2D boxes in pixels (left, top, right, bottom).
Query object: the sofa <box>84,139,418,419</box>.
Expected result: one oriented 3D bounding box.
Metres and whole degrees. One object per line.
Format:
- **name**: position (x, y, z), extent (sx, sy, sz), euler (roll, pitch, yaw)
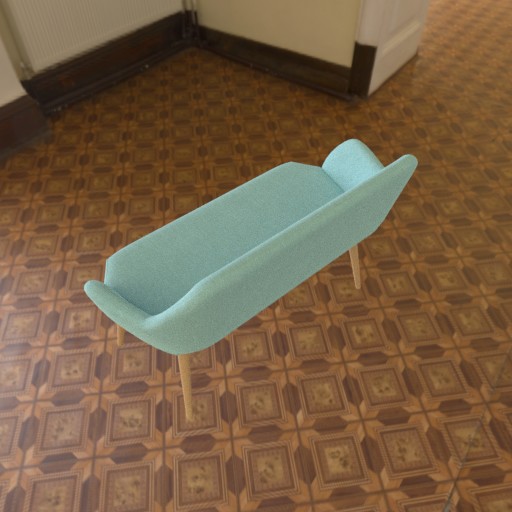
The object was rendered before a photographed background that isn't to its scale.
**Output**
- **sofa**: position (0.000, 0.000, 1.620), extent (1.150, 0.840, 0.610), euler (-32, 56, -25)
